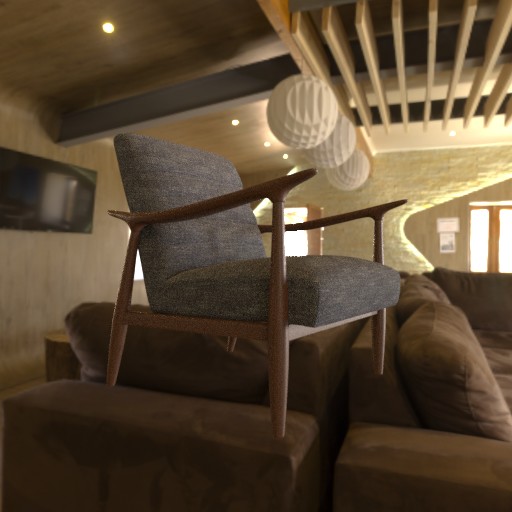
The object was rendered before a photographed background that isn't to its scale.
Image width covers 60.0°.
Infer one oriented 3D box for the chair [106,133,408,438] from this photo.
[{"bbox_3d":[0.000,0.000,1.465,0.798,0.832,0.741,0,0,35],"label":"chair"}]
